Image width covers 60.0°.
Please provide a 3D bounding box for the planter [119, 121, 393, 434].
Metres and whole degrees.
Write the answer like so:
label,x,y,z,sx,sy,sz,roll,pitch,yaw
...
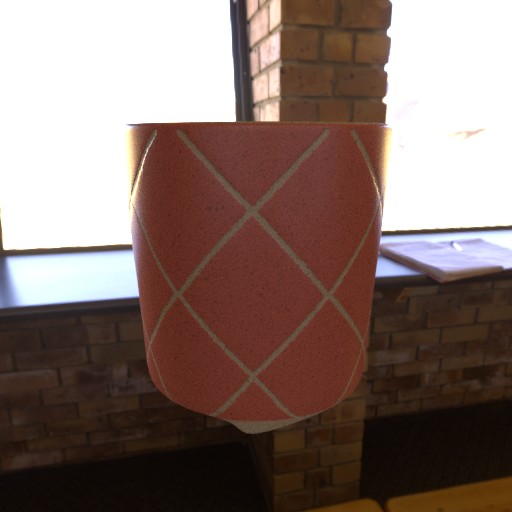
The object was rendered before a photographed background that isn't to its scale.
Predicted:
label,x,y,z,sx,sy,sz,roll,pitch,yaw
planter,0.000,0.000,0.414,0.227,0.235,0.227,0,15,0
